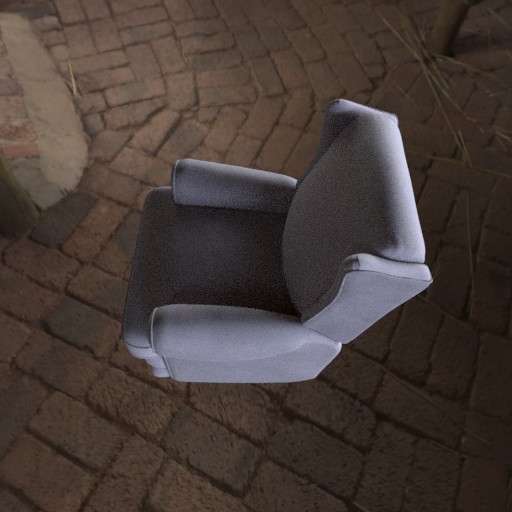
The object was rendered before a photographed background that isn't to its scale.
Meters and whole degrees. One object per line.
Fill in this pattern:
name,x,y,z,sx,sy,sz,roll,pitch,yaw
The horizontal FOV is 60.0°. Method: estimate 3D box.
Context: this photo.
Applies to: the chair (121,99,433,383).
chair,0.000,0.000,1.725,0.969,1.011,0.847,1,58,1
